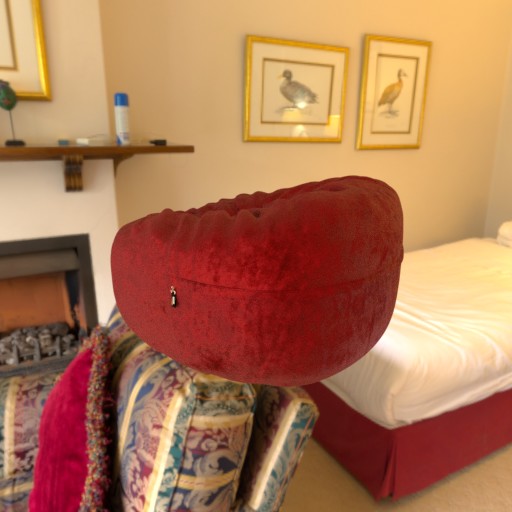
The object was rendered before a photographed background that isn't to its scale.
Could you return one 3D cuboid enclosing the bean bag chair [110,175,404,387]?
[{"bbox_3d":[0.000,0.000,2.417,1.524,0.878,1.524,7,18,24],"label":"bean bag chair"}]
